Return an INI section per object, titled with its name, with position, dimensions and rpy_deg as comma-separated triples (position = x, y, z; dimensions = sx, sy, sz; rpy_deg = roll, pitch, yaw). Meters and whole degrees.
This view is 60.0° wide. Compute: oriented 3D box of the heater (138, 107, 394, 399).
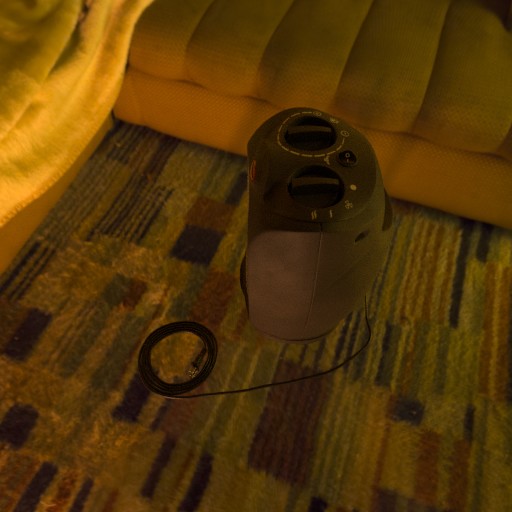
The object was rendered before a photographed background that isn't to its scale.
[heater]
position = 0.000, 0.000, 0.476
dimensions = 0.291, 0.255, 0.239
rpy_deg = -1, 58, 0
